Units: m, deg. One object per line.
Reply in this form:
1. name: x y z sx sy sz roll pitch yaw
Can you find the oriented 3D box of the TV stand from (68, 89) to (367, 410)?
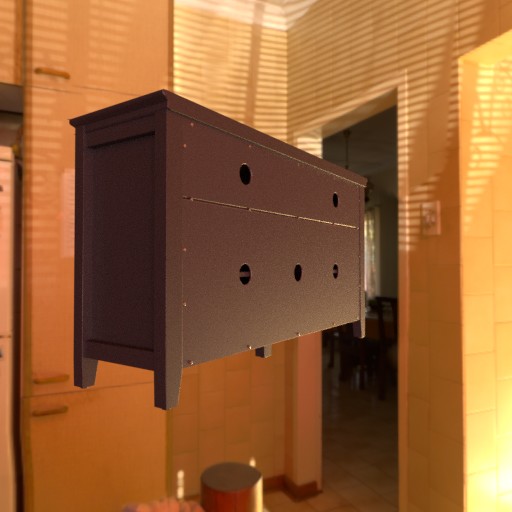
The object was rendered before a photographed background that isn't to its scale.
1. TV stand: 0.000 0.000 1.512 0.347 0.681 1.198 -1 -1 34
